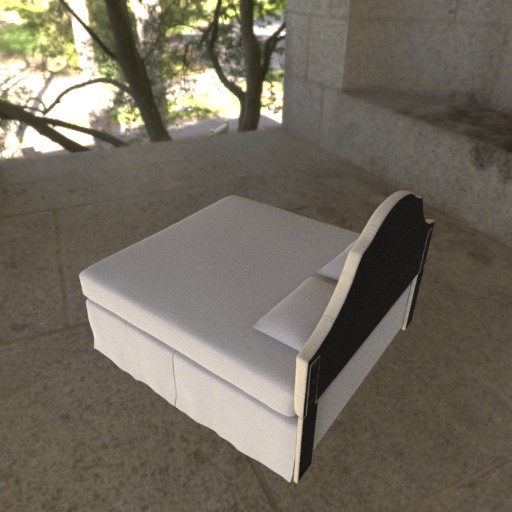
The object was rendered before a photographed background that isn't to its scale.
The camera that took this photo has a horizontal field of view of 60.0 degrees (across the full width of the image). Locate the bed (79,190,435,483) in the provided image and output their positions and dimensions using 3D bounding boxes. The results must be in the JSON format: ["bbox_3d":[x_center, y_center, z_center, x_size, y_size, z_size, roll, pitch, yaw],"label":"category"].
[{"bbox_3d":[0.000,0.000,3.491,2.086,1.555,2.012,21,38,31],"label":"bed"}]
